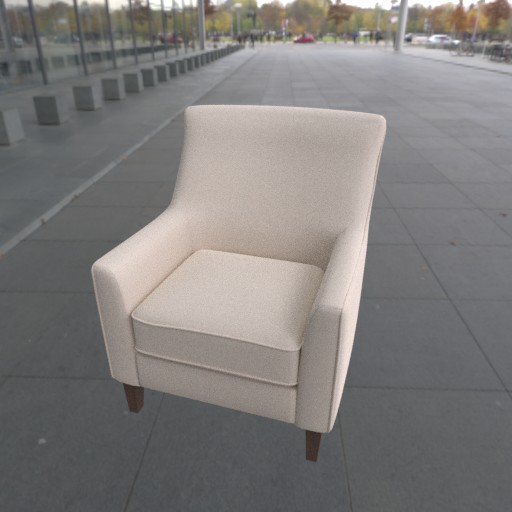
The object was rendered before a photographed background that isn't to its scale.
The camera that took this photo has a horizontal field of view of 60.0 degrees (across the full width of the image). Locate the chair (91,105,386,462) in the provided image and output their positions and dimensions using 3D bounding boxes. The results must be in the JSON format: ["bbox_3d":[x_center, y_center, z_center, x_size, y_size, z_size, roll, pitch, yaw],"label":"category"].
[{"bbox_3d":[0.000,0.000,1.574,0.756,0.916,0.879,8,28,16],"label":"chair"}]
